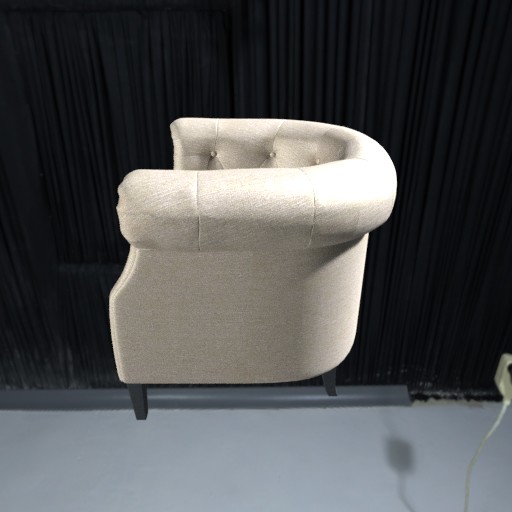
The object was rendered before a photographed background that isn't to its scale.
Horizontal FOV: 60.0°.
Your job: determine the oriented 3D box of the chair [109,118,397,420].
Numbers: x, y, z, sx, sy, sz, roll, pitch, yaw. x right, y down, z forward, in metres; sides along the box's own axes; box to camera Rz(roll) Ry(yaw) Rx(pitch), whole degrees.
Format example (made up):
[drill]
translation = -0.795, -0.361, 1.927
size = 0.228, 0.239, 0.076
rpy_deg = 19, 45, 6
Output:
[chair]
translation = 0.000, 0.000, 1.568
size = 0.852, 0.827, 0.905
rpy_deg = 0, 27, 0
